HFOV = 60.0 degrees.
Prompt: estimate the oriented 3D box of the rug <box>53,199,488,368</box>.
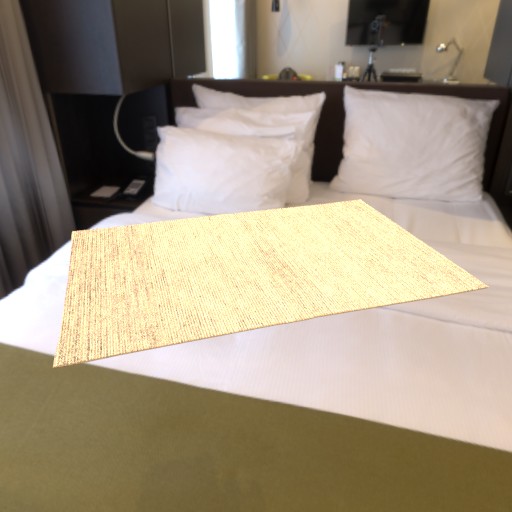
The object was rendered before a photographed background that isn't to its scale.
[{"bbox_3d":[0.000,0.000,2.180,1.773,0.021,1.149,-8,28,-15],"label":"rug"}]
